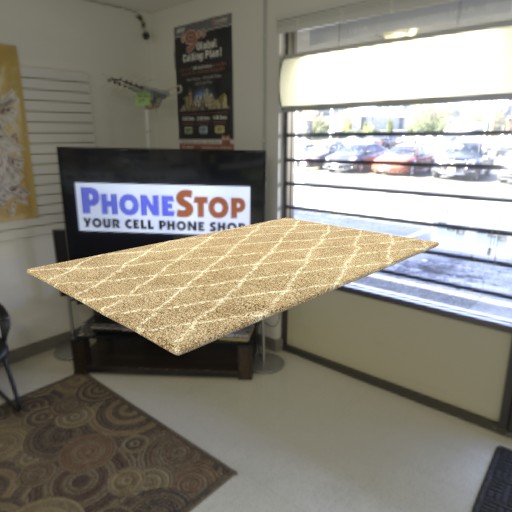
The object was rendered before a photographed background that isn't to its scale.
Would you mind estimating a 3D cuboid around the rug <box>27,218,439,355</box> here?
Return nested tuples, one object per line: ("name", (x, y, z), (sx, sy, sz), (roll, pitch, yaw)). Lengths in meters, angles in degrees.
("rug", (0.000, 0.000, 3.021), (1.524, 0.030, 2.438), (14, 21, 42))
